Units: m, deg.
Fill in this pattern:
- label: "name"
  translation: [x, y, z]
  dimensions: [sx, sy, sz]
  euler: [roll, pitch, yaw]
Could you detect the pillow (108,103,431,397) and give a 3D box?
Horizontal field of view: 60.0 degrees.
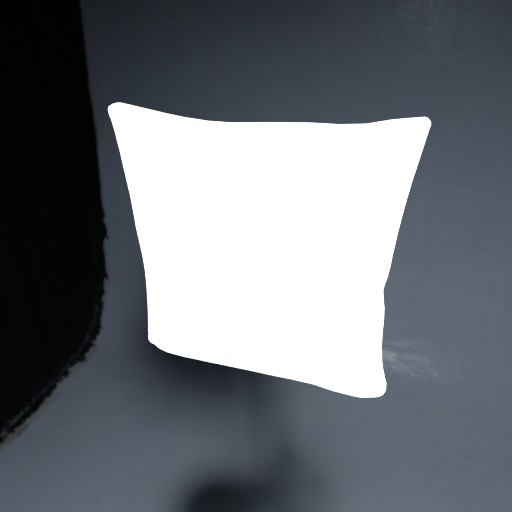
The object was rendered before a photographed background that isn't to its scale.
- label: "pillow"
  translation: [0.000, 0.000, 0.772]
  dimensions: [0.496, 0.491, 0.219]
  euler: [8, 27, 17]
